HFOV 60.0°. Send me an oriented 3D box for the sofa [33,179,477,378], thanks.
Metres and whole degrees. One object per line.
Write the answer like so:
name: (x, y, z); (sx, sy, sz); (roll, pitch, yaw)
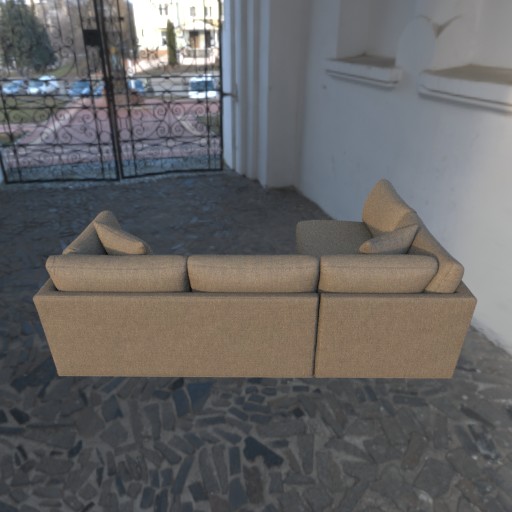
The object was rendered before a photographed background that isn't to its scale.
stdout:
sofa: (0.000, 0.000, 3.841); (2.896, 0.978, 1.994); (0, 27, 1)
